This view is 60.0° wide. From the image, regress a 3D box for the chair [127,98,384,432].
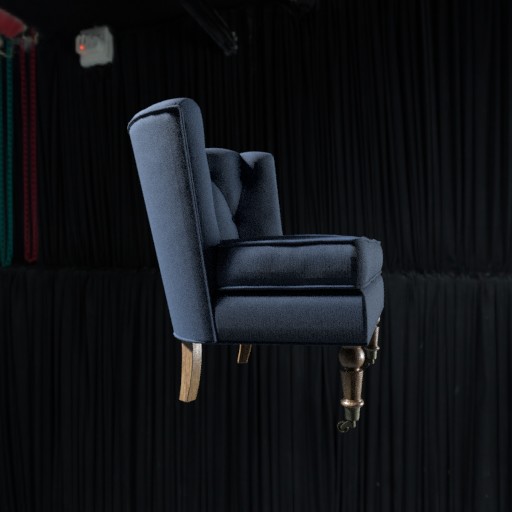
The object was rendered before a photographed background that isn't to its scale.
[{"bbox_3d":[0.000,0.000,1.347,0.718,0.771,0.740,0,1,19],"label":"chair"}]
